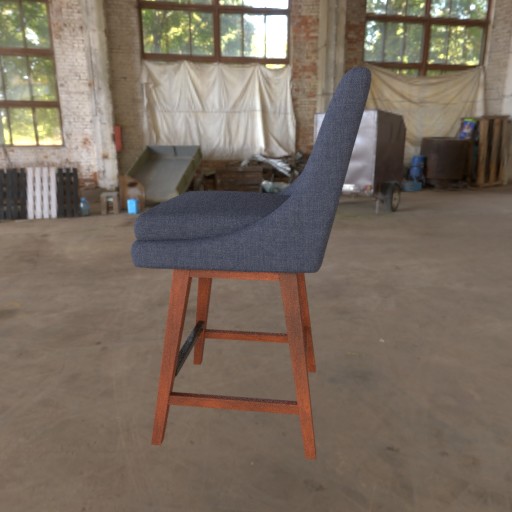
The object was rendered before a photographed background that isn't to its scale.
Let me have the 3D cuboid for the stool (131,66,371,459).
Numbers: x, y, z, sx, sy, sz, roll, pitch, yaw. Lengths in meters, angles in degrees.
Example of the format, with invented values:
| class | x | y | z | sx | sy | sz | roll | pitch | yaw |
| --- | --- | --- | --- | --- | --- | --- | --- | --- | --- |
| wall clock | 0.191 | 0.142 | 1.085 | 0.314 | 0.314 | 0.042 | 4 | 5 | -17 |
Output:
| class | x | y | z | sx | sy | sz | roll | pitch | yaw |
| --- | --- | --- | --- | --- | --- | --- | --- | --- | --- |
| stool | 0.000 | 0.000 | 1.193 | 0.524 | 0.895 | 0.467 | 2 | 16 | 7 |
